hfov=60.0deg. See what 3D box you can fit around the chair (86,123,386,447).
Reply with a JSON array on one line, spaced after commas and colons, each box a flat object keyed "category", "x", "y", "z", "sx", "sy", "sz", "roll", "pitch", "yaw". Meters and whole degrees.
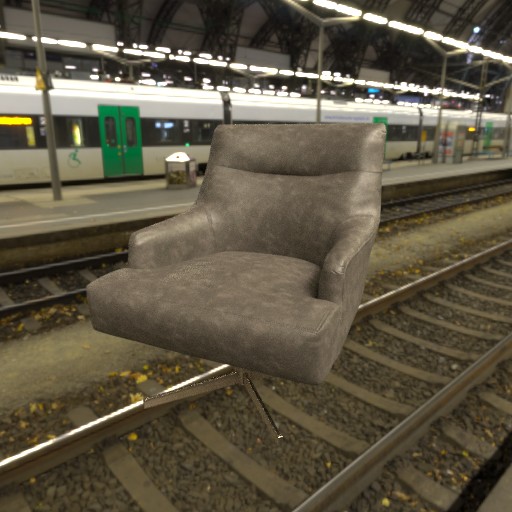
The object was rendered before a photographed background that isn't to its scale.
[{"category": "chair", "x": 0.000, "y": 0.000, "z": 1.495, "sx": 0.738, "sy": 0.870, "sz": 0.874, "roll": 7, "pitch": 17, "yaw": 25}]
